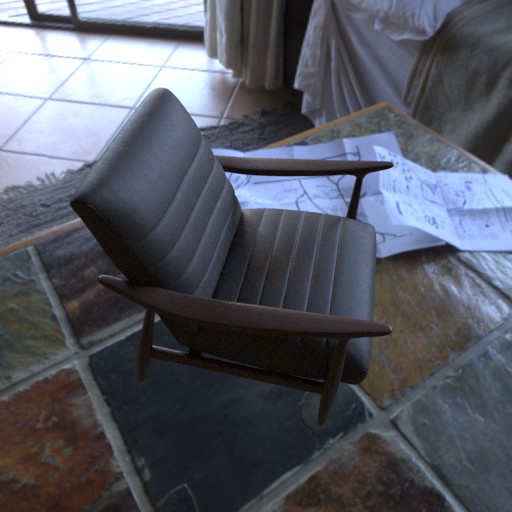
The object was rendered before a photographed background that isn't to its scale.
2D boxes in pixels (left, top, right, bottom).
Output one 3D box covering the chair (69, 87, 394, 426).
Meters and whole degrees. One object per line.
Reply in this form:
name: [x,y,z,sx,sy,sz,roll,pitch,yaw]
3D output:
chair: [0.000,0.000,1.448,0.798,0.831,0.741,9,48,8]
